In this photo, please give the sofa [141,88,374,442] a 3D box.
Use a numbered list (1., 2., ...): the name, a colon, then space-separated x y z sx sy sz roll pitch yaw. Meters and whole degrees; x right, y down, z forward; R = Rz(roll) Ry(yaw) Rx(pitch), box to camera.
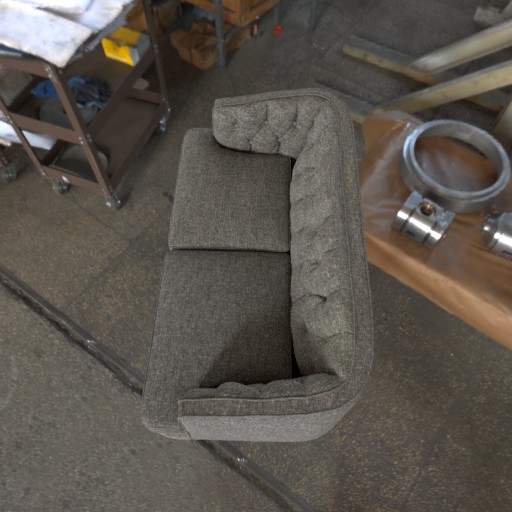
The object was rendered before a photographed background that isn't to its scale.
1. sofa: 0.000 0.000 2.289 0.941 0.855 1.733 2 60 1
